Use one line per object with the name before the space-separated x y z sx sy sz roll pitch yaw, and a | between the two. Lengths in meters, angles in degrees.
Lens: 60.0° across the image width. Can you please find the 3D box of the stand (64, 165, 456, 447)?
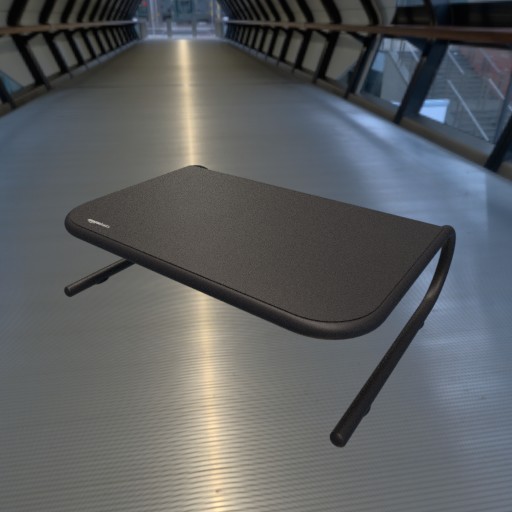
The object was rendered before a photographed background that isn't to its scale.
stand | 0.000 0.000 0.512 0.370 0.108 0.280 19 34 31
